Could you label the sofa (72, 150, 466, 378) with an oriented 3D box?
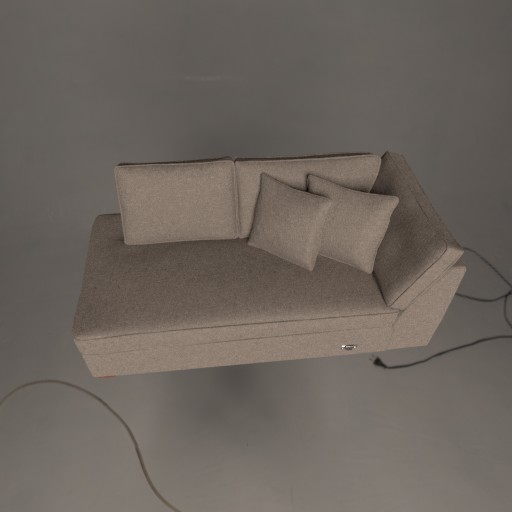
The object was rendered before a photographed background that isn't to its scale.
[{"bbox_3d":[0.000,0.000,2.915,2.237,1.033,1.110,-4,46,-4],"label":"sofa"}]
